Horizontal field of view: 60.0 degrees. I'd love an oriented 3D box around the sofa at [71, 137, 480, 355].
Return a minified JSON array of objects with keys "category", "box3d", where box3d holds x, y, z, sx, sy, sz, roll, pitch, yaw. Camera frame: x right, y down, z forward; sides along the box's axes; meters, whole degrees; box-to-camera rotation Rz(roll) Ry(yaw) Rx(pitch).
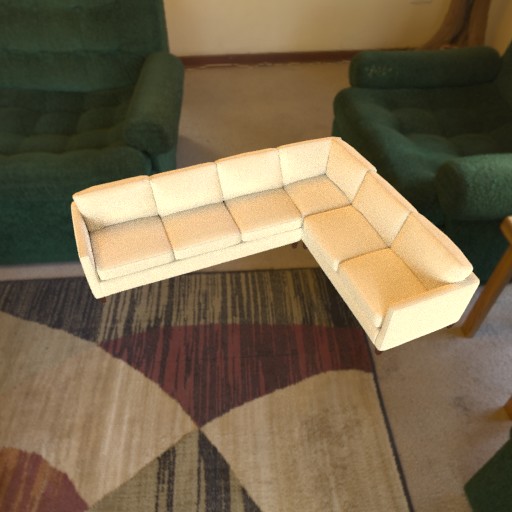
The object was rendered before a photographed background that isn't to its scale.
[{"category":"sofa","box3d":[0.000,0.000,4.486,3.302,0.947,2.593,-16,47,-15]}]
